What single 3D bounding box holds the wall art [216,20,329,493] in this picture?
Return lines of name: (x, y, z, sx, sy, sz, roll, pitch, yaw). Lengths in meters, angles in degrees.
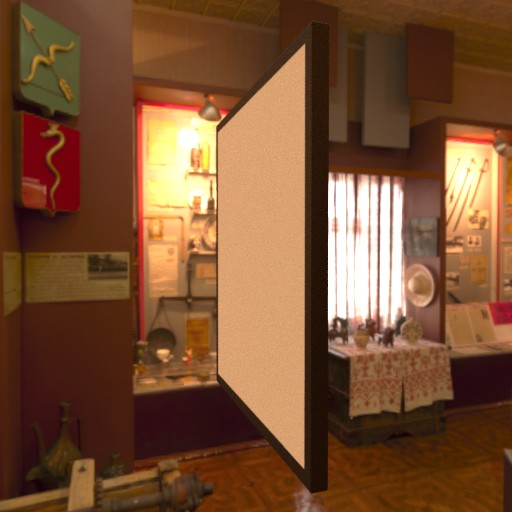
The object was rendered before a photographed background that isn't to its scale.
wall art: (0.000, 0.000, 0.683, 0.021, 0.509, 0.430, 0, 1, -19)
